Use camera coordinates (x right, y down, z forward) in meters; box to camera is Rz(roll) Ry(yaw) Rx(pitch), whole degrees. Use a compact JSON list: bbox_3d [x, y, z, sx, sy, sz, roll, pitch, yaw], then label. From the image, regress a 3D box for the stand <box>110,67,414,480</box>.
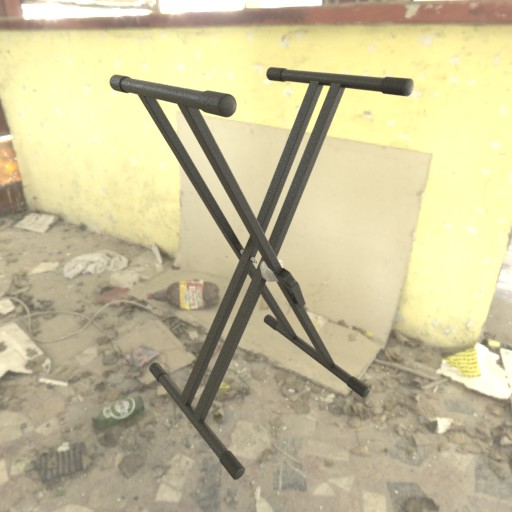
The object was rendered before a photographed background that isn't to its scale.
[{"bbox_3d":[0.000,0.000,1.195,0.503,0.900,0.495,-18,32,-32],"label":"stand"}]
